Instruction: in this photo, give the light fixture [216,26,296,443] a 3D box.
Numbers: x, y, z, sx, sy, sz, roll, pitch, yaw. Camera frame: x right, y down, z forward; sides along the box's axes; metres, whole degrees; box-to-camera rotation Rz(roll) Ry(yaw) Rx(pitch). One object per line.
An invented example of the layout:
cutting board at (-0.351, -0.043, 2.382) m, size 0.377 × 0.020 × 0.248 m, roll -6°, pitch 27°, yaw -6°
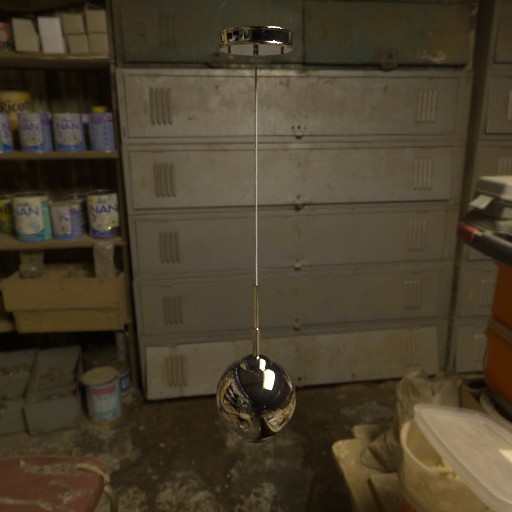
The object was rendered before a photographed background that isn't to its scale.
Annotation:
light fixture at (0.000, 0.000, 1.691) m, size 0.336 × 1.538 × 0.336 m, roll -2°, pitch 17°, yaw -7°
